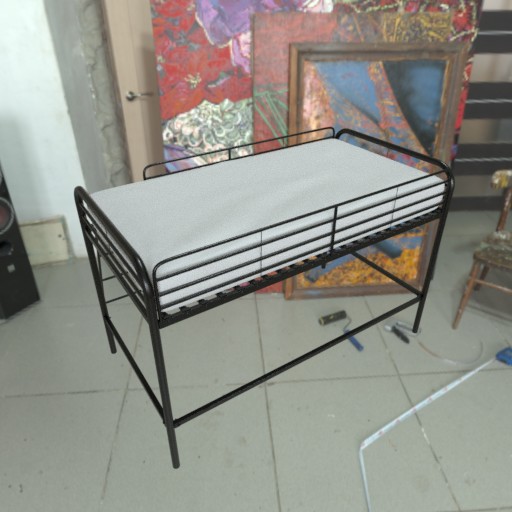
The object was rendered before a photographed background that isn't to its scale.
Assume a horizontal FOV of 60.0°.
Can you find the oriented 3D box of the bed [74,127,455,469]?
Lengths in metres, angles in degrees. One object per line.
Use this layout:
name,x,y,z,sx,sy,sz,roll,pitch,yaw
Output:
bed,0.000,0.000,2.969,1.968,1.289,1.393,-19,37,-28
